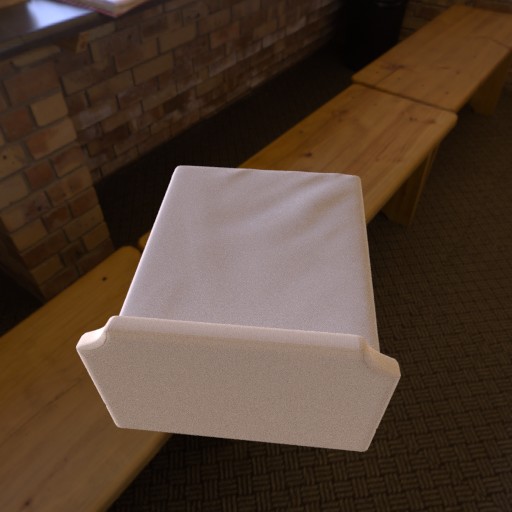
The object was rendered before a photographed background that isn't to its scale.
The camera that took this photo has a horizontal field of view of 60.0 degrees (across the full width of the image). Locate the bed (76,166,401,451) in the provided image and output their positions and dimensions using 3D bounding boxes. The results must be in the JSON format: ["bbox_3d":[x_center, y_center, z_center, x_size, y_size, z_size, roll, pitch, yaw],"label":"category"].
[{"bbox_3d":[0.000,0.000,3.596,1.977,1.293,2.498,4,46,4],"label":"bed"}]
